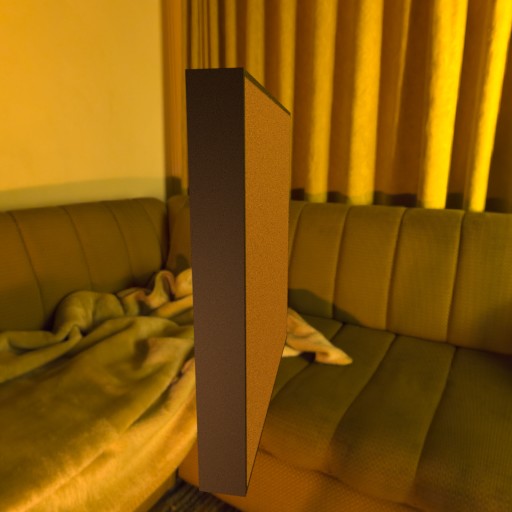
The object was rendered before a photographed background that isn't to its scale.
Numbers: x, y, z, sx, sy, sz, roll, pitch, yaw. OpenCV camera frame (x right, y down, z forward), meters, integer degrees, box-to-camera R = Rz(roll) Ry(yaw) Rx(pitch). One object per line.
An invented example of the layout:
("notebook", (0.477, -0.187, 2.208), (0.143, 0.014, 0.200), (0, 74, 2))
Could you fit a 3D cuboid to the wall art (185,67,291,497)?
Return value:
("wall art", (0.000, 0.000, 0.449), (0.037, 0.303, 0.304), (2, 13, 9))
